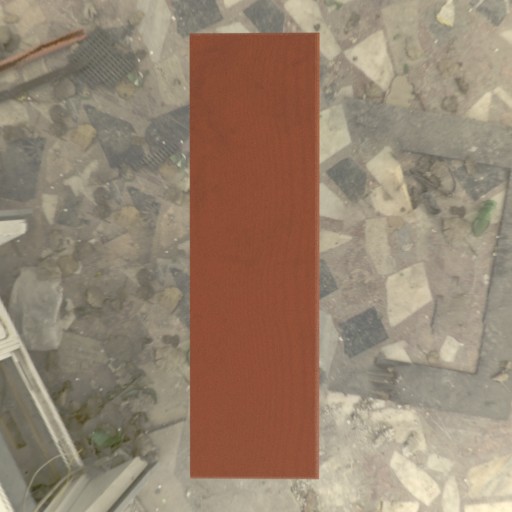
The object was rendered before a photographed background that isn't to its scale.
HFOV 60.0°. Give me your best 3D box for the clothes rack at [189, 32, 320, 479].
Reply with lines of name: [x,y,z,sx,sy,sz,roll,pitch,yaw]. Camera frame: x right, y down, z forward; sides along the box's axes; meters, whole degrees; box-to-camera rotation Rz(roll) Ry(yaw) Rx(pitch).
clothes rack: [0.000,0.000,1.524,0.362,0.594,1.251,0,90,1]
